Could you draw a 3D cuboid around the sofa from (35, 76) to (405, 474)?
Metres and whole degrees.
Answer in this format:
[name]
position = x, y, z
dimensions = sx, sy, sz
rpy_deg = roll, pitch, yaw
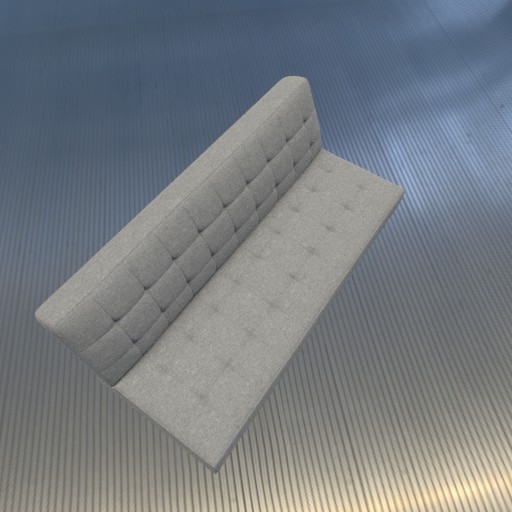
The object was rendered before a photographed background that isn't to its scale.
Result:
[sofa]
position = 0.000, 0.000, 2.246
dimensions = 0.860, 0.810, 1.800
rpy_deg = 31, 63, 18
